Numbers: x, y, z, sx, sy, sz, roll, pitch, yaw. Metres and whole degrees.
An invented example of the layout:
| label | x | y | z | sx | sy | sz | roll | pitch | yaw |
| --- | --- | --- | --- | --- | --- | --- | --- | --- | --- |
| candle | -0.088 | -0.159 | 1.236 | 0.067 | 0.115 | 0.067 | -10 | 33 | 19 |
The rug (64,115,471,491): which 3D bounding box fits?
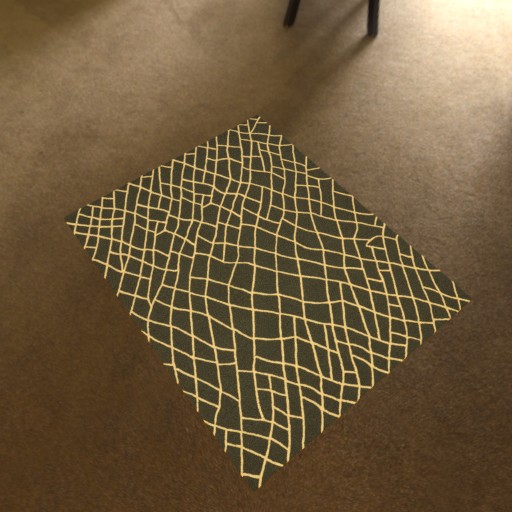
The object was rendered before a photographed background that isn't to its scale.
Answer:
| label | x | y | z | sx | sy | sz | roll | pitch | yaw |
| --- | --- | --- | --- | --- | --- | --- | --- | --- | --- |
| rug | 0.000 | 0.000 | 4.120 | 2.439 | 0.022 | 3.047 | -34 | 63 | -19 |
